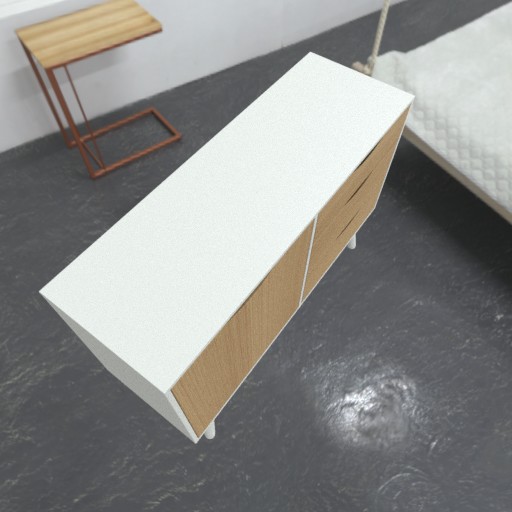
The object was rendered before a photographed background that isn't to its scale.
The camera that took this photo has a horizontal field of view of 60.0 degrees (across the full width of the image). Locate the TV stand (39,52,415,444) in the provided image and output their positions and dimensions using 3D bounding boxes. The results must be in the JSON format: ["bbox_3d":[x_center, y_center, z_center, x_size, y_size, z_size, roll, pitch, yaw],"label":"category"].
[{"bbox_3d":[0.000,0.000,1.591,0.406,0.812,1.193,32,63,19],"label":"TV stand"}]
